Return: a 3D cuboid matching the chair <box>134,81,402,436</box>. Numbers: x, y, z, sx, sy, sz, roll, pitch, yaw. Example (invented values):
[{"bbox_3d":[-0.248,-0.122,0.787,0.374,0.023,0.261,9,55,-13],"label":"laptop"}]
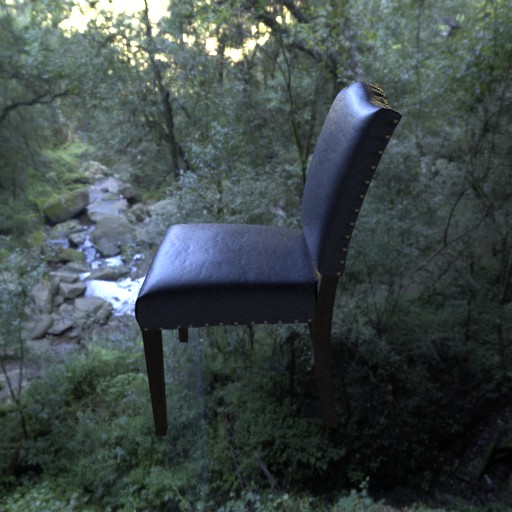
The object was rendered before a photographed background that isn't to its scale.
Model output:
[{"bbox_3d":[0.000,0.000,1.345,0.633,0.991,0.500,0,27,0],"label":"chair"}]
